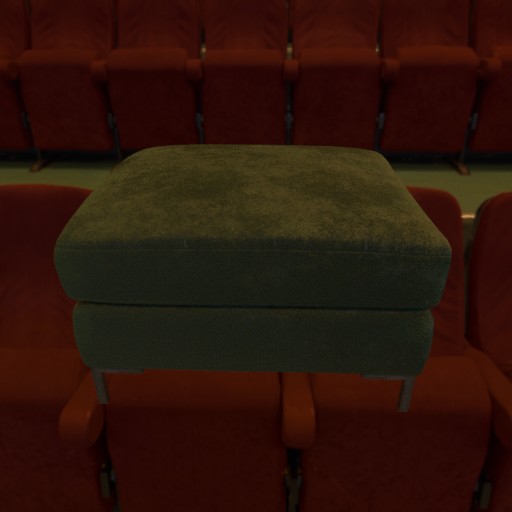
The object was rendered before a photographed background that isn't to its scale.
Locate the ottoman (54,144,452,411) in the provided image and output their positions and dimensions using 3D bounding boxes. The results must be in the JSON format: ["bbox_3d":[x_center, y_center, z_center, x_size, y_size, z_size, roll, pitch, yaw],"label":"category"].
[{"bbox_3d":[0.000,0.000,1.302,0.839,0.538,0.701,1,29,2],"label":"ottoman"}]
